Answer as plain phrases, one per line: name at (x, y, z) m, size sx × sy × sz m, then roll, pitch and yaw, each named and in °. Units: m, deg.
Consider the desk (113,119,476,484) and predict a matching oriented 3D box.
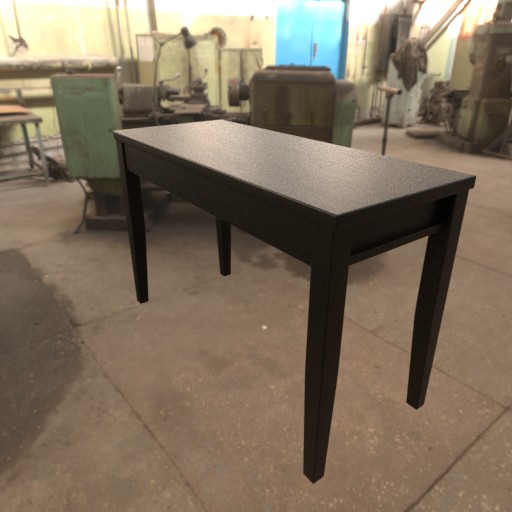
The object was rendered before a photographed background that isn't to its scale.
desk at (0.000, 0.000, 1.606) m, size 0.508 × 0.775 × 1.220 m, roll -17°, pitch 30°, yaw -32°
